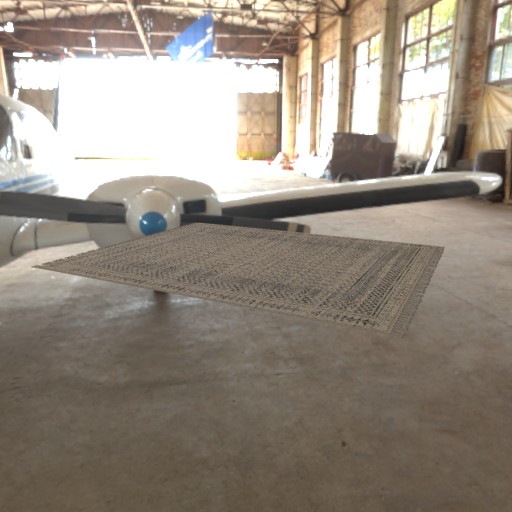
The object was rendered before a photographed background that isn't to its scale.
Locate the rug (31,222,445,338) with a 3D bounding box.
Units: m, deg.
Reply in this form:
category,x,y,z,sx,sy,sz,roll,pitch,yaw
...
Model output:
category,x,y,z,sx,sy,sz,roll,pitch,yaw
rug,0.000,0.000,3.929,2.940,0.013,2.312,7,16,26
